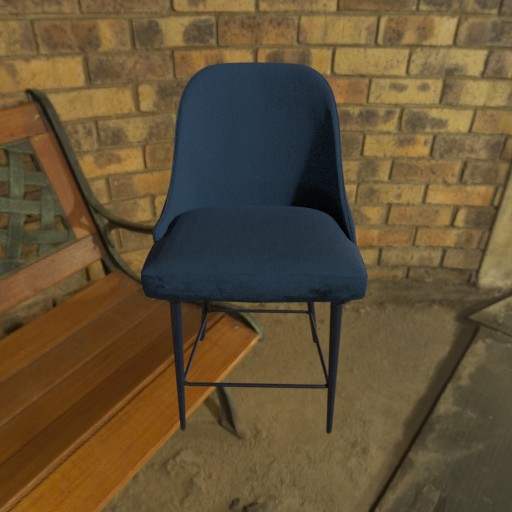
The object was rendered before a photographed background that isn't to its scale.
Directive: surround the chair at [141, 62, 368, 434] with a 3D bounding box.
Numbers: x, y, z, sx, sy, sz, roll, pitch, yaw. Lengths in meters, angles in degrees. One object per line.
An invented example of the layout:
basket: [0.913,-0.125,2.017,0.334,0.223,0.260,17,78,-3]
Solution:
chair: [0.000,0.000,1.225,0.526,0.927,0.489,1,31,1]
